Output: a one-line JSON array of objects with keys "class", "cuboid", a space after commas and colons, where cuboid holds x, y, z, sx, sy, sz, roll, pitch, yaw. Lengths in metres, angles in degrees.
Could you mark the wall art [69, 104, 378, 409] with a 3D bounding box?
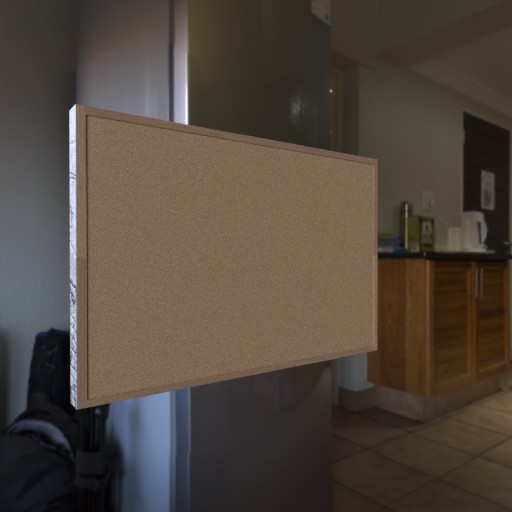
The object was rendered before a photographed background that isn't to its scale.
[{"class": "wall art", "cuboid": [0.000, 0.000, 0.782, 0.613, 0.407, 0.035, 0, 1, -36]}]
